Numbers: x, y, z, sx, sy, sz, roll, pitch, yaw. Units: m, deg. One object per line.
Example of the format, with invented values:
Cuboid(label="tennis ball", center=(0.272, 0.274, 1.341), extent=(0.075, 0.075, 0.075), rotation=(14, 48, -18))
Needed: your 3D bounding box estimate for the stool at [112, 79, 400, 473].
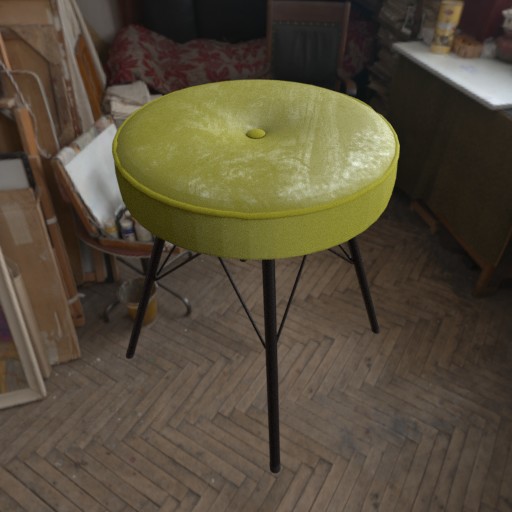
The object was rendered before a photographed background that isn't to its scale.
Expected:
Cuboid(label="stool", center=(0.000, 0.000, 0.799), extent=(0.409, 0.508, 0.409), rotation=(28, 49, 27))
